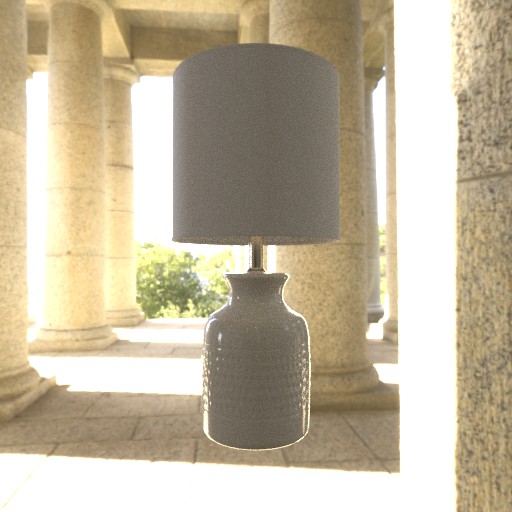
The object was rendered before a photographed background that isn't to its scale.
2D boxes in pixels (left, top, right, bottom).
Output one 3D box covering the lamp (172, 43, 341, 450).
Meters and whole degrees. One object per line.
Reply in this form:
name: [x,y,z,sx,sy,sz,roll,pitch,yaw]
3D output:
lamp: [0.000,0.000,0.501,0.188,0.392,0.188,1,-2,-35]
